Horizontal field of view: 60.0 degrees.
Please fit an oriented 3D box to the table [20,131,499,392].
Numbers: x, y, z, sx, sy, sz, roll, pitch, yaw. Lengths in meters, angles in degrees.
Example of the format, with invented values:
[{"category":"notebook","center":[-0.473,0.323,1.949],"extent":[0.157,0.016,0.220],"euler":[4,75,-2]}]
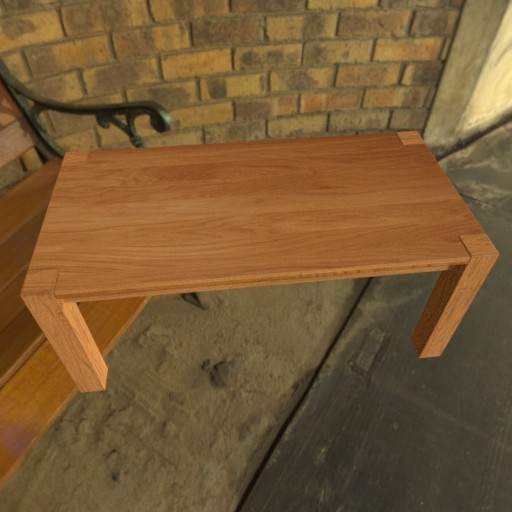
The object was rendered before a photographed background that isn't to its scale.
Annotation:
[{"category":"table","center":[0.000,0.000,2.231],"extent":[1.800,0.760,0.900],"euler":[-5,47,-4]}]
